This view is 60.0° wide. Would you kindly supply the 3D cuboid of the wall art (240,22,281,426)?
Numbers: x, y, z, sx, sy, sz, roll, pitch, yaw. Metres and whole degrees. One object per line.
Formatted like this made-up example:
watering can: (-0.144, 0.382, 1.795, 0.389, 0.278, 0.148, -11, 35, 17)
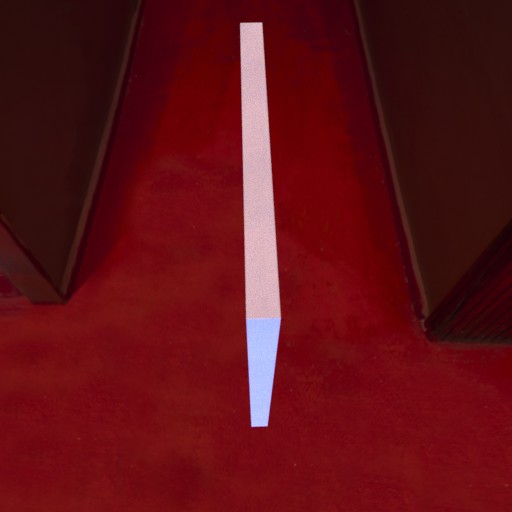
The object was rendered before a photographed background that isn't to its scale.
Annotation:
wall art: (0.000, 0.000, 0.839, 0.037, 0.606, 0.508, -2, 59, -1)
